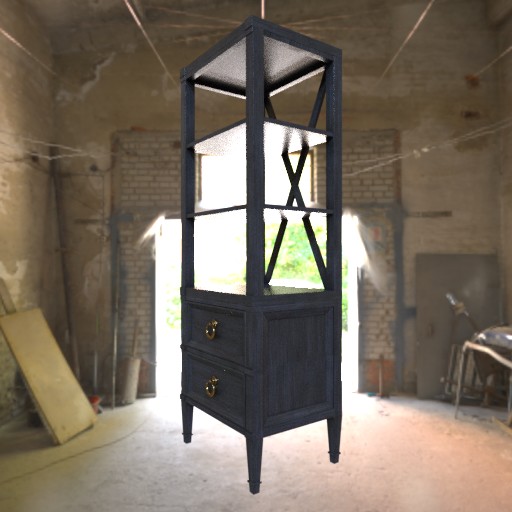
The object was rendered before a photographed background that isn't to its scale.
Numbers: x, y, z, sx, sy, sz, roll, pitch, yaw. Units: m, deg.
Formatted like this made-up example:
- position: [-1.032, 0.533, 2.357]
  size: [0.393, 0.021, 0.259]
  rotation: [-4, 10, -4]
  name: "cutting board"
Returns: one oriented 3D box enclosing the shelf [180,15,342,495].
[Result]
- position: [0.000, 0.000, 1.955]
  size: [0.472, 1.727, 0.584]
  rotation: [0, 0, -36]
  name: "shelf"
